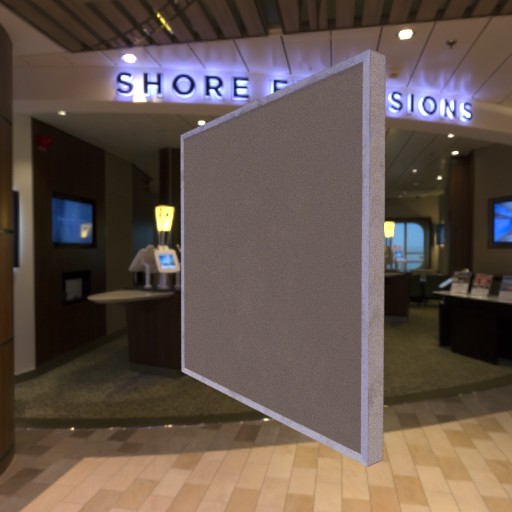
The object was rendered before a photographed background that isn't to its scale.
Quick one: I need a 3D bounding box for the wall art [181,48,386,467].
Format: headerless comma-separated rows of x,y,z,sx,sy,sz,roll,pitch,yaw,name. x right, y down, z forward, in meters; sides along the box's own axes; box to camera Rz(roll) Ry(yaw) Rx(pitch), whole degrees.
0.000,0.000,0.750,0.029,0.506,0.508,-1,2,-36,wall art
